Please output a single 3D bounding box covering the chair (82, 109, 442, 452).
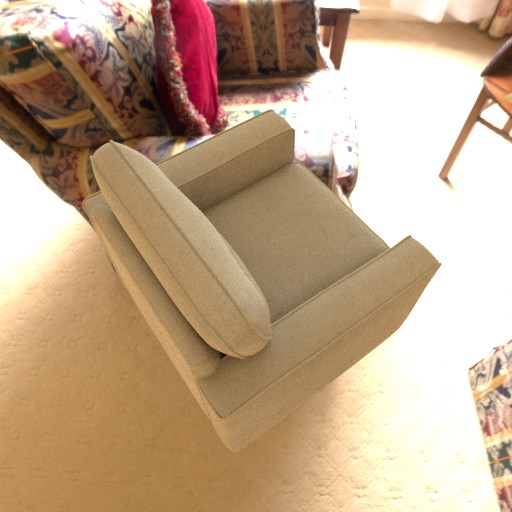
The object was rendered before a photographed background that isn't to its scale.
[{"bbox_3d":[0.000,0.000,1.749,0.939,0.965,1.015,-31,63,-18],"label":"chair"}]
